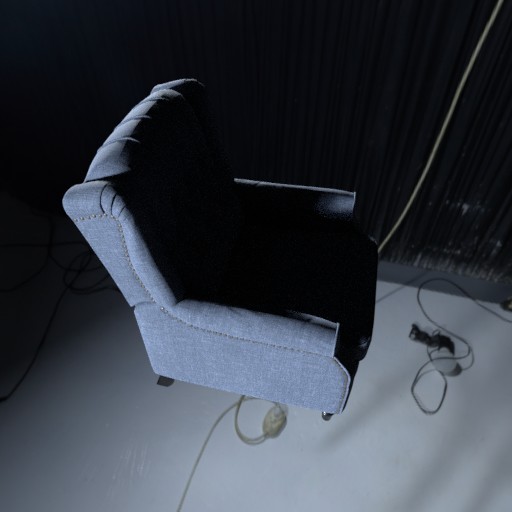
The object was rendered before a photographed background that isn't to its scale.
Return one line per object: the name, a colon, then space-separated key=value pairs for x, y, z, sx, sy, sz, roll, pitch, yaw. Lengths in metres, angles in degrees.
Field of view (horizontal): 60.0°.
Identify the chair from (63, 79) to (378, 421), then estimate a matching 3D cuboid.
chair: x=0.000 y=0.000 z=1.617 sx=0.898 sy=1.035 sz=0.742 roll=10 pitch=48 yaw=9
